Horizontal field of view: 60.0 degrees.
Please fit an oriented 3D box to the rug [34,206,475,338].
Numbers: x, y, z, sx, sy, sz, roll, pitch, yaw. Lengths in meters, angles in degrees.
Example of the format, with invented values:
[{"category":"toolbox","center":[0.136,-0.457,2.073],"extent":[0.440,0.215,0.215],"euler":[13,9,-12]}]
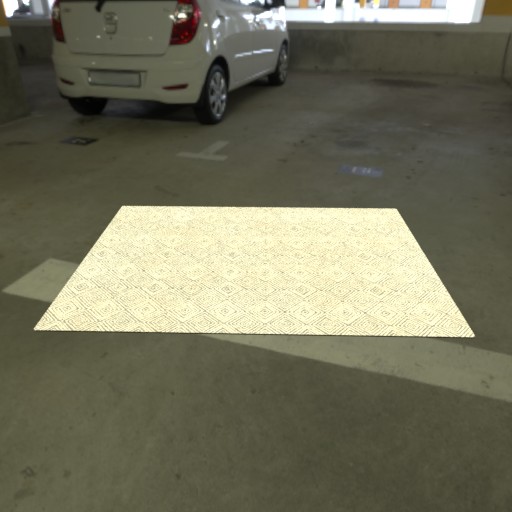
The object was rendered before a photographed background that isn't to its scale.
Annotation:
[{"category":"rug","center":[0.000,0.000,2.931],"extent":[2.238,0.008,1.593],"euler":[1,30,1]}]
